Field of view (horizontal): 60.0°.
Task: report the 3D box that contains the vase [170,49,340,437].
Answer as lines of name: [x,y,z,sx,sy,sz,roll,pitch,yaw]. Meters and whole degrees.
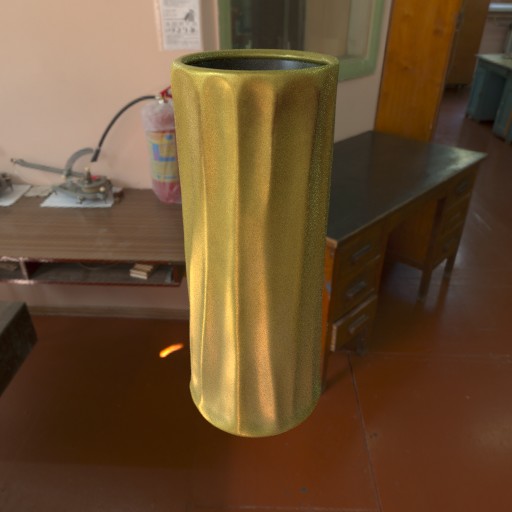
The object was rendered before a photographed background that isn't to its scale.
vase: [0.000,0.000,0.174,0.061,0.143,0.061,0,31,0]
